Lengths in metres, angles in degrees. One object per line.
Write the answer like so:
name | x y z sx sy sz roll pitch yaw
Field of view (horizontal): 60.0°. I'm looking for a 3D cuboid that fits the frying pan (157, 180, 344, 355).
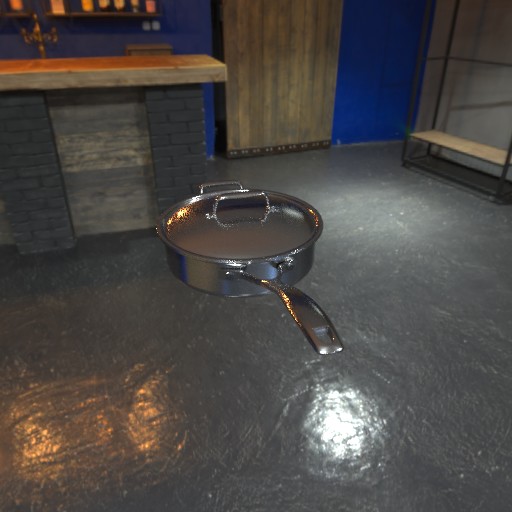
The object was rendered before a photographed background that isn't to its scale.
frying pan | 0.000 0.000 0.591 0.245 0.111 0.492 -8 31 -13
